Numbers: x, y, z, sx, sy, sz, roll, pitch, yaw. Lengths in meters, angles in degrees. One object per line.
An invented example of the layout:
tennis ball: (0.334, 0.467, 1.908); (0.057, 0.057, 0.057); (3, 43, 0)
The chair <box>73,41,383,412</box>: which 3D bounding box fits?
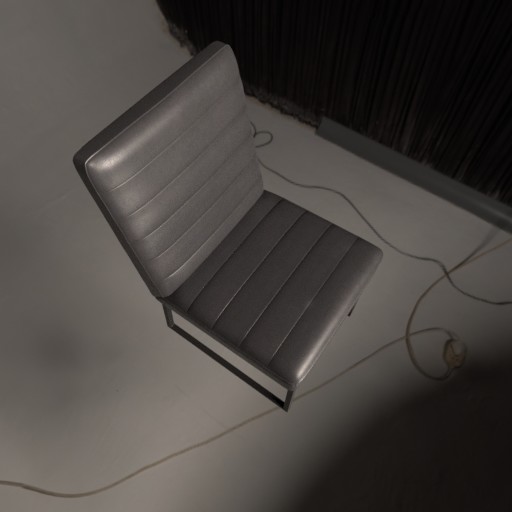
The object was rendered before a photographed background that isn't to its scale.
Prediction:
chair: (0.000, 0.000, 1.336); (0.634, 0.930, 0.520); (31, 64, 17)
